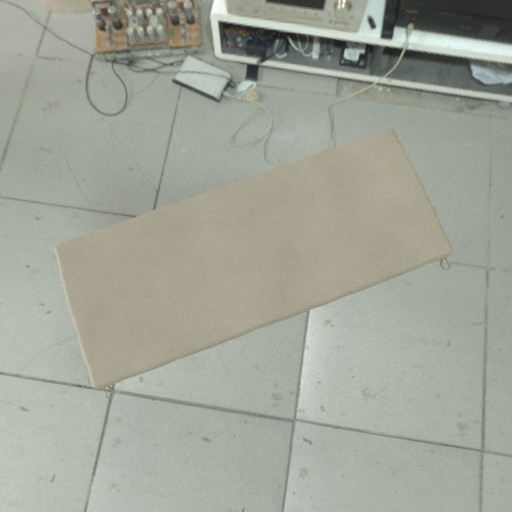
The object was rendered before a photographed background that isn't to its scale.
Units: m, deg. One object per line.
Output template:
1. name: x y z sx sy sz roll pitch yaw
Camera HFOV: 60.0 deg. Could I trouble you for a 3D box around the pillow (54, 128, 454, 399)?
1. pillow: 0.000 0.000 1.370 1.187 0.081 0.492 -20 77 -5
